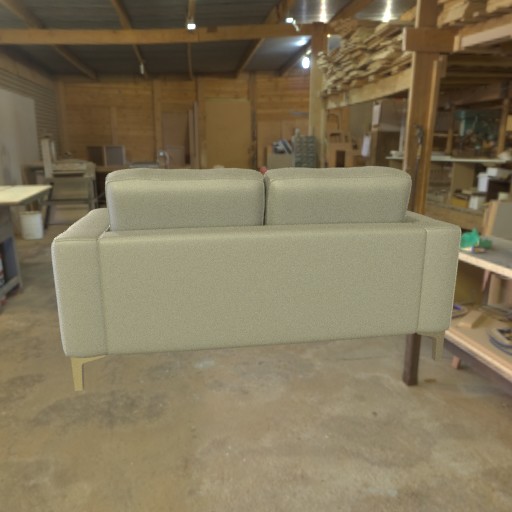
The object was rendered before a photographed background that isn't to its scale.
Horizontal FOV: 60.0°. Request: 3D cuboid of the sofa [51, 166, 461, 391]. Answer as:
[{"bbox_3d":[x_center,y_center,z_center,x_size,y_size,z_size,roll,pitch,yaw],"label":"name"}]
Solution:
[{"bbox_3d":[0.000,0.000,2.219,1.726,0.893,0.833,-2,15,-9],"label":"sofa"}]
